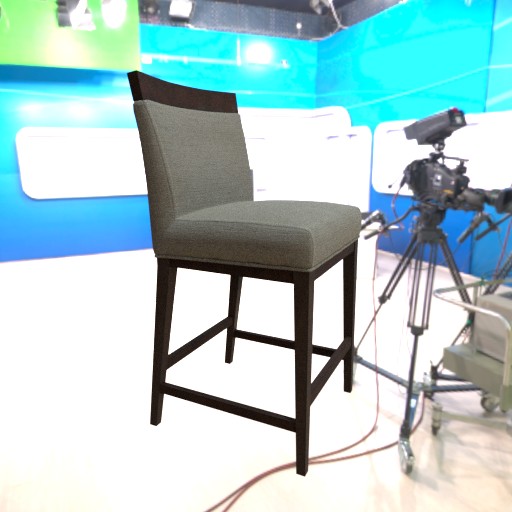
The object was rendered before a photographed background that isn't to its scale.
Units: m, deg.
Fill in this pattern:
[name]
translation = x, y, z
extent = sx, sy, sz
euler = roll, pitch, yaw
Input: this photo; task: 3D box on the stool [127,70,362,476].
[stool]
translation = 0.000, 0.000, 1.341
extent = 0.531, 1.009, 0.512
euler = 7, 15, 26
